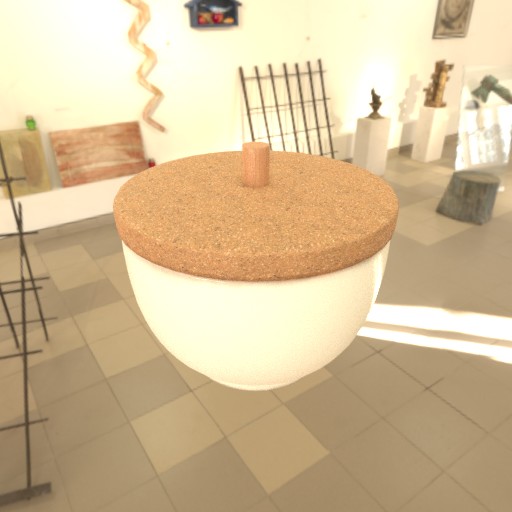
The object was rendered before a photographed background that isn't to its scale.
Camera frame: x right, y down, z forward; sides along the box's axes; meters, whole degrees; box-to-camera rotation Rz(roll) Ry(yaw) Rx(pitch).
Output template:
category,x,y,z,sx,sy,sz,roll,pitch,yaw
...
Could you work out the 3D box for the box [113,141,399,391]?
category,x,y,z,sx,sy,sz,roll,pitch,yaw
box,0.000,0.000,0.186,0.107,0.094,0.107,0,29,0
